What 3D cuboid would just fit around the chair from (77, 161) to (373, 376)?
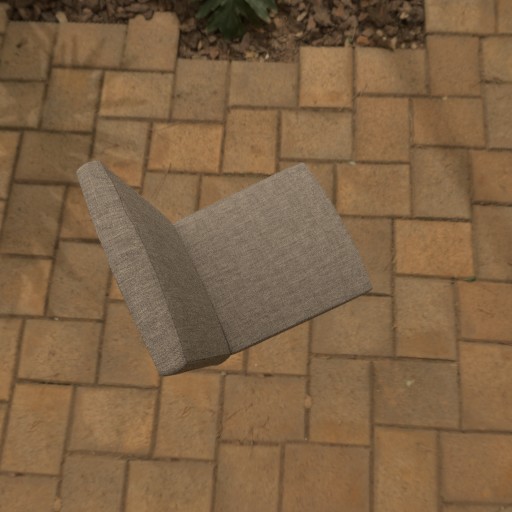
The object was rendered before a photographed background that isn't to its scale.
[{"bbox_3d":[0.000,0.000,1.254,0.580,0.917,0.451,-25,78,-6],"label":"chair"}]
